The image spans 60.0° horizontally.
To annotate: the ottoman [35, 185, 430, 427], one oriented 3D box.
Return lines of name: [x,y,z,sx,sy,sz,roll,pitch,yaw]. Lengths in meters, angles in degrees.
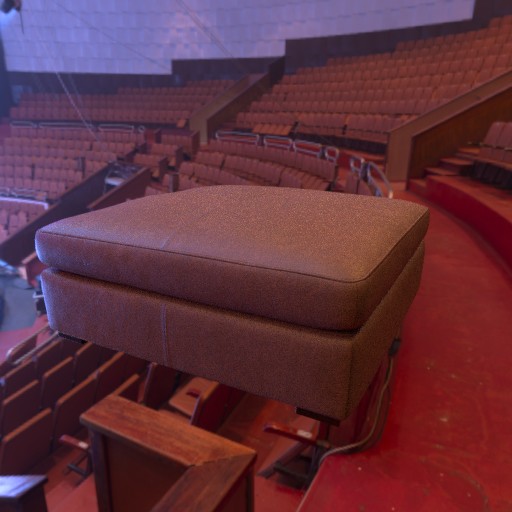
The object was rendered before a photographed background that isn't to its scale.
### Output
ottoman: [0.000,0.000,1.775,1.168,0.490,1.168,9,19,27]
